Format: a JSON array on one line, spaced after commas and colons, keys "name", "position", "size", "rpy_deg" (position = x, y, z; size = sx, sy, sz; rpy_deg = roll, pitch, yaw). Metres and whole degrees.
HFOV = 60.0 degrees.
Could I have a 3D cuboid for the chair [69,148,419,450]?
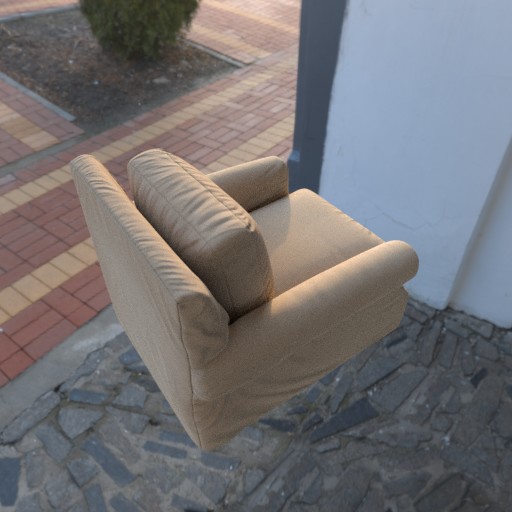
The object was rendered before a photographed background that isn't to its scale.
[{"name": "chair", "position": [0.000, 0.000, 1.757], "size": [1.066, 0.866, 0.940], "rpy_deg": [-25, 47, -26]}]
